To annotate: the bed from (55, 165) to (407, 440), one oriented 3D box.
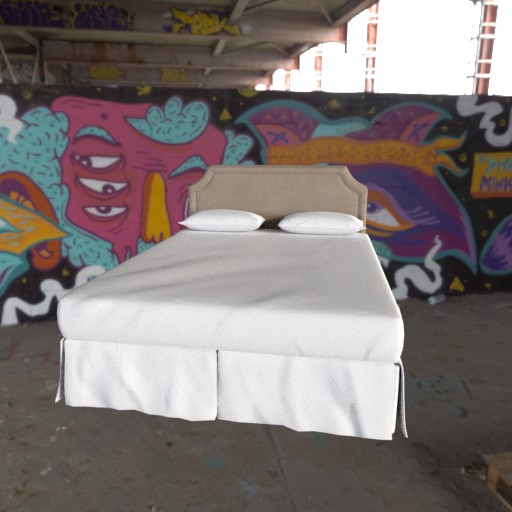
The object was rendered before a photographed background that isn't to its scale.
[{"bbox_3d":[0.000,0.000,3.424,1.977,1.293,2.498,2,14,9],"label":"bed"}]
